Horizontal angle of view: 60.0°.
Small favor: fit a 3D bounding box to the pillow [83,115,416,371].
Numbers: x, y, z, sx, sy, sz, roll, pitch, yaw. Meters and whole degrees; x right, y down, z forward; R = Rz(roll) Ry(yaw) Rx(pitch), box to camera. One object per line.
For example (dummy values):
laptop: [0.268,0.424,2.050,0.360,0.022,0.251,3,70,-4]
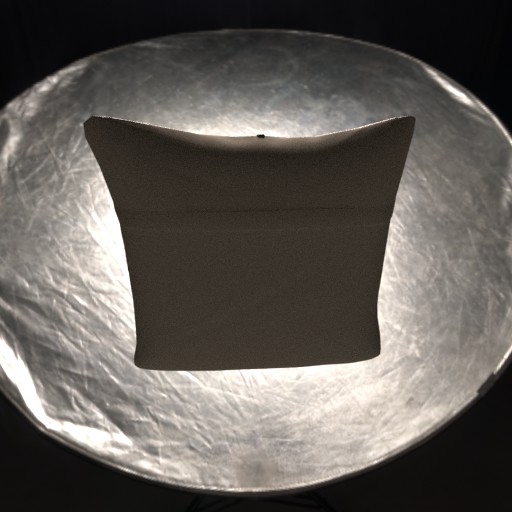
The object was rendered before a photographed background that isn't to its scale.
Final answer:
pillow: [0.000,0.000,0.747,0.484,0.470,0.192,-2,30,-3]
